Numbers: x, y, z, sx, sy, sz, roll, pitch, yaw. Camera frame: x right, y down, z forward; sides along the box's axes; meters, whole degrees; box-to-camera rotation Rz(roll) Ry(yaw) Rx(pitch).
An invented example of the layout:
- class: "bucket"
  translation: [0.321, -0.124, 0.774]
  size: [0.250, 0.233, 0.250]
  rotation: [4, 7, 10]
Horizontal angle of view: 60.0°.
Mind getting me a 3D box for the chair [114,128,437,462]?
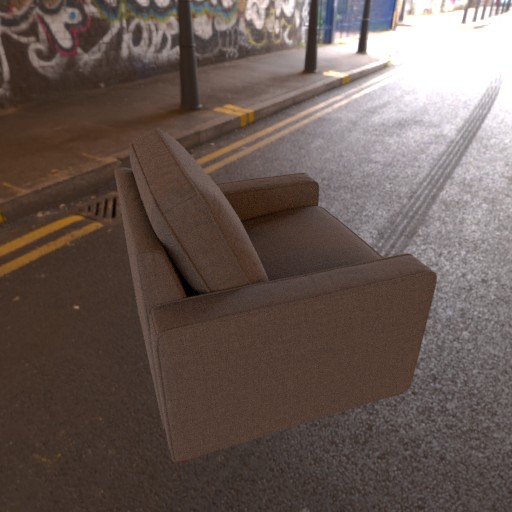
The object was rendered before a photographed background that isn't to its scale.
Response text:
- class: "chair"
  translation: [0.000, 0.000, 1.757]
  size: [0.940, 0.919, 1.017]
  rotation: [-10, 32, -17]
